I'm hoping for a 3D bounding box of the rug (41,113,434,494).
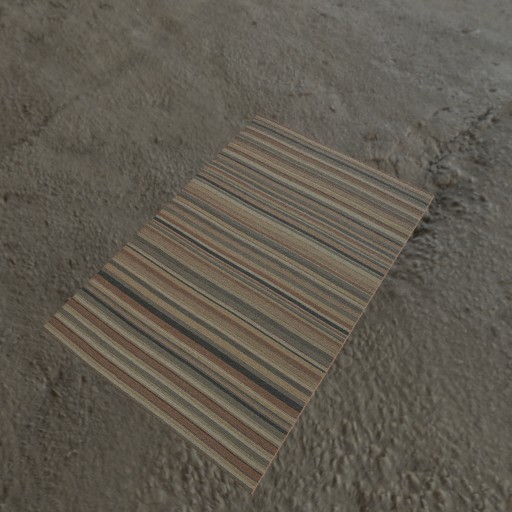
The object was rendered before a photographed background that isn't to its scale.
[{"bbox_3d":[0.000,0.000,2.311,1.219,0.008,1.829,30,63,18],"label":"rug"}]
